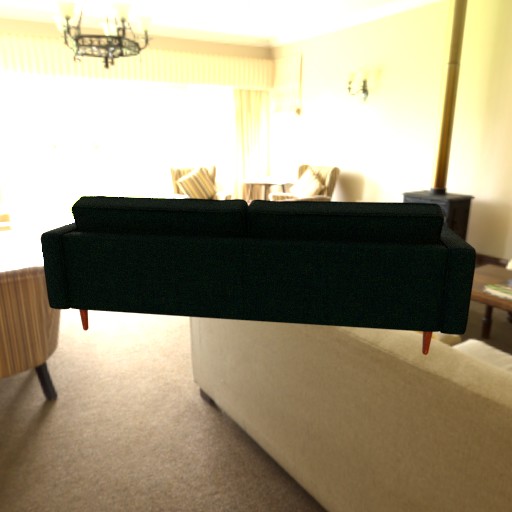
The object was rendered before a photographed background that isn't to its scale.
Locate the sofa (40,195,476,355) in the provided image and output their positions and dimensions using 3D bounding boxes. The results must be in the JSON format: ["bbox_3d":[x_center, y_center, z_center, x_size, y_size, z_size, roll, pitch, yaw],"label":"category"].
[{"bbox_3d":[0.000,0.000,2.673,2.210,0.762,0.914,2,16,9],"label":"sofa"}]
